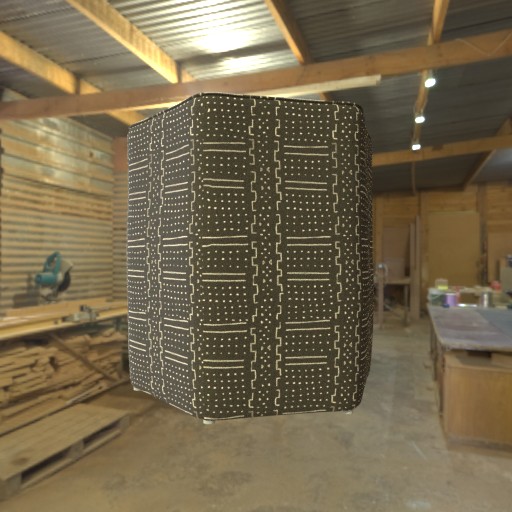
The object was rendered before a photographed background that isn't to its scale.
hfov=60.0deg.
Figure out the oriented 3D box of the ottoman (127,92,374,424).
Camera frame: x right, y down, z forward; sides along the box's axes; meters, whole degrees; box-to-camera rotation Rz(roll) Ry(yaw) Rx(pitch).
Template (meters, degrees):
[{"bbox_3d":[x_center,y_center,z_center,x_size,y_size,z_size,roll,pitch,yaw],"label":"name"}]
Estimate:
[{"bbox_3d":[0.000,0.000,0.879,0.443,0.502,0.494,0,0,18],"label":"ottoman"}]
